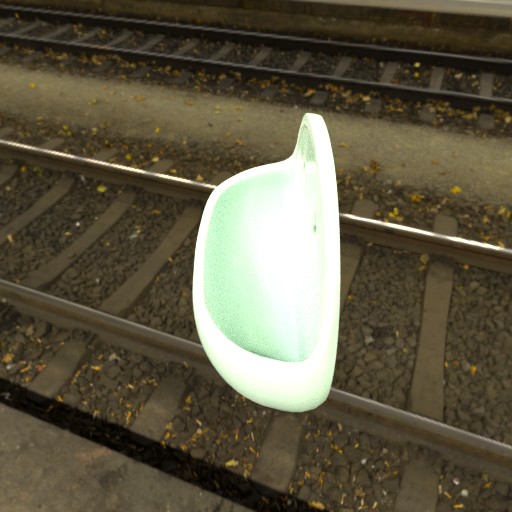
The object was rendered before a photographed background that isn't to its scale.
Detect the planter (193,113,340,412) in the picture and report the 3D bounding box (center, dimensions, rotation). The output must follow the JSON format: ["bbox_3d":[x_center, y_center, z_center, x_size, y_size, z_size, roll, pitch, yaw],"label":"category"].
[{"bbox_3d":[0.000,0.000,0.274,0.073,0.164,0.189,0,41,0],"label":"planter"}]
